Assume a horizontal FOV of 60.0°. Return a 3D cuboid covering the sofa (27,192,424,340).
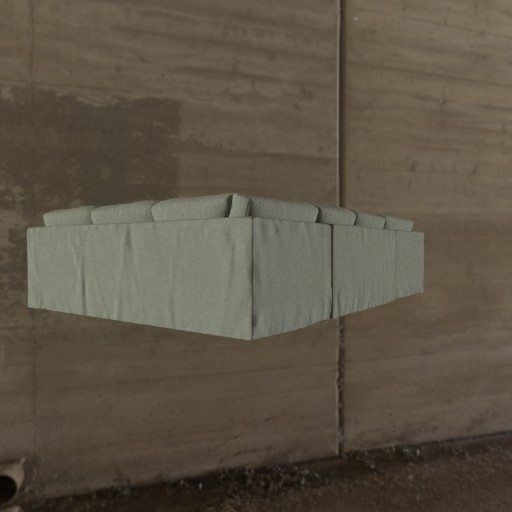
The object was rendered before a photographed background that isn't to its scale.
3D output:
[{"bbox_3d":[0.000,0.000,4.511,2.440,0.869,3.434,1,1,36],"label":"sofa"}]
